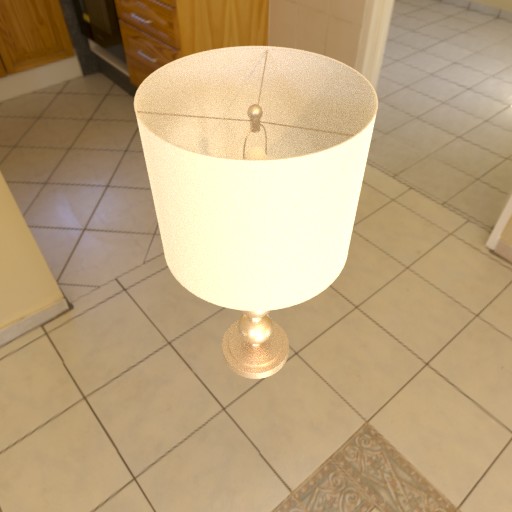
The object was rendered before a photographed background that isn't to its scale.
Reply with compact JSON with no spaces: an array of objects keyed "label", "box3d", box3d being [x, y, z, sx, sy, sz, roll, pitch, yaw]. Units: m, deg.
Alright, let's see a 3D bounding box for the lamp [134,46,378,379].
[{"label":"lamp","box3d":[0.000,0.000,0.700,0.277,0.538,0.277,31,54,27]}]
